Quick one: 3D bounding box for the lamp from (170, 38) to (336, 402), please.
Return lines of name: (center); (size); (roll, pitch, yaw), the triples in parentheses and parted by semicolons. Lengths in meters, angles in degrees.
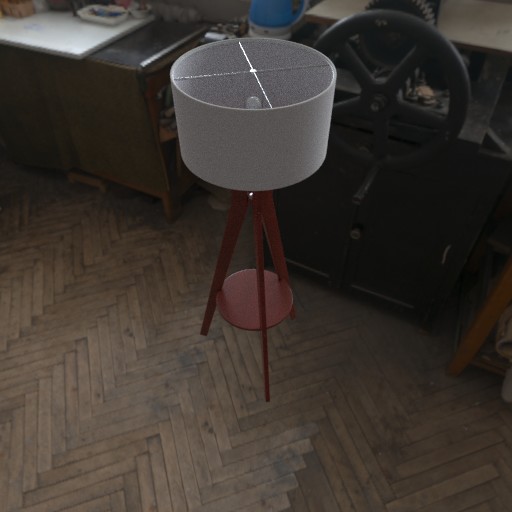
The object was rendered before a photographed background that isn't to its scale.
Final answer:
lamp: (0.000, 0.000, 1.775); (0.539, 1.472, 0.542); (-9, 47, -9)
